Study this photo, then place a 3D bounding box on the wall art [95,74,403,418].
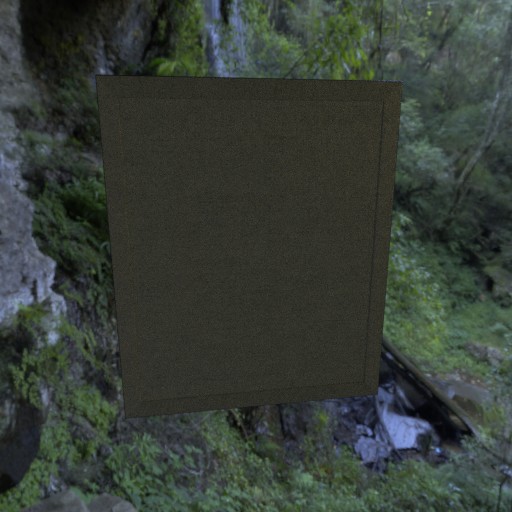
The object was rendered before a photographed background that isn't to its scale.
[{"bbox_3d":[0.000,0.000,0.612,0.381,0.457,0.023,-2,15,-9],"label":"wall art"}]
